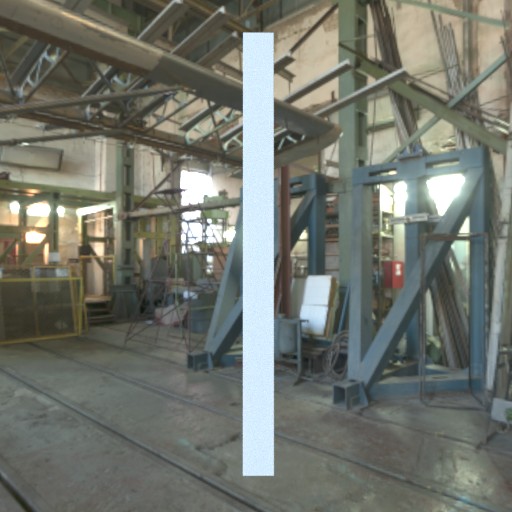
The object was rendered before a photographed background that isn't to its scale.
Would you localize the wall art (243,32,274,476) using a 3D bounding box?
[{"bbox_3d":[0.000,0.000,0.761,0.035,0.507,0.508,0,-1,-1],"label":"wall art"}]
